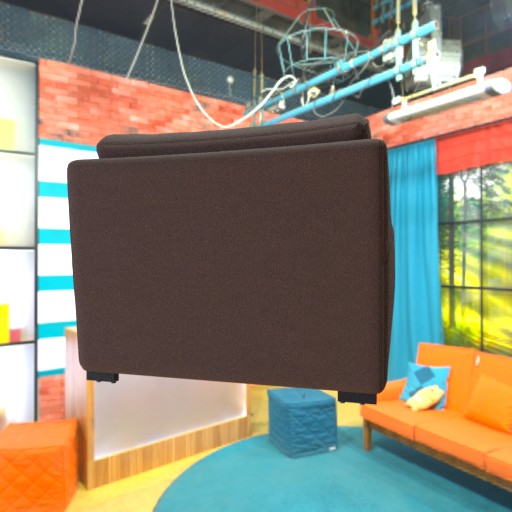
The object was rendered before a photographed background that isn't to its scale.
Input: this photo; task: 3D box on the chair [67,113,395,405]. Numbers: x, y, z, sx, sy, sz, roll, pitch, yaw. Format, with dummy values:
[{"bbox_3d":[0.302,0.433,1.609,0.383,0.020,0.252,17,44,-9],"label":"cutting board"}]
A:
[{"bbox_3d":[0.000,0.000,1.963,1.168,0.940,1.143,0,0,16],"label":"chair"}]
